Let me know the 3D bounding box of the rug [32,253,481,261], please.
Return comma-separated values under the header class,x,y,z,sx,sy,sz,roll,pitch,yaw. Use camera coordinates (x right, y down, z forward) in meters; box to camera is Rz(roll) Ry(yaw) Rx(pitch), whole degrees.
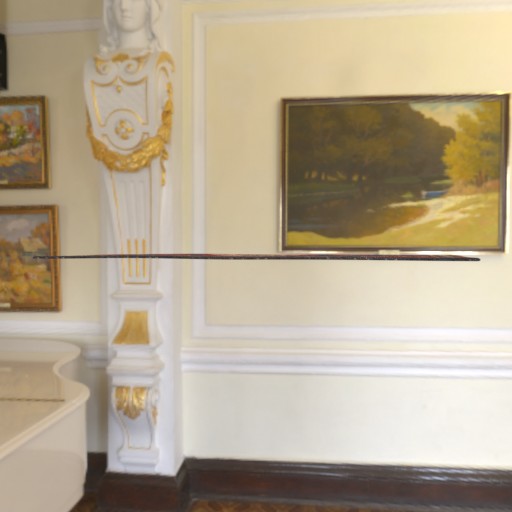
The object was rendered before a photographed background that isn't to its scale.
class,x,y,z,sx,sy,sz,roll,pitch,yaw
rug,0.000,0.000,3.578,3.032,0.034,1.522,0,1,18
